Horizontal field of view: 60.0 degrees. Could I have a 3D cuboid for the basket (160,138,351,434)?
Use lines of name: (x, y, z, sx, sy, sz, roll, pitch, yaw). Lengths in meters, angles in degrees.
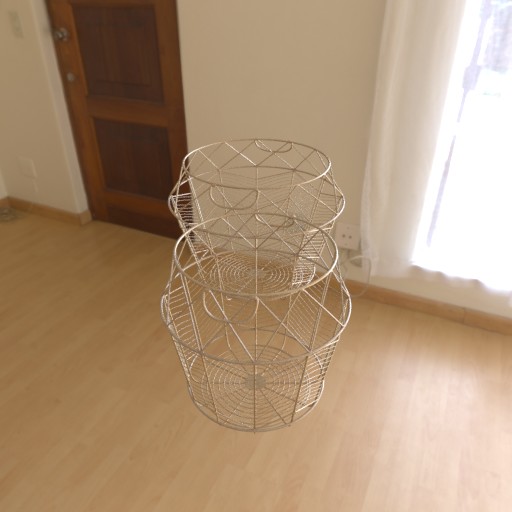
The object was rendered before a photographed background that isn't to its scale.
basket: (0.000, 0.000, 1.034, 0.451, 0.343, 0.805, 0, 31, 0)
